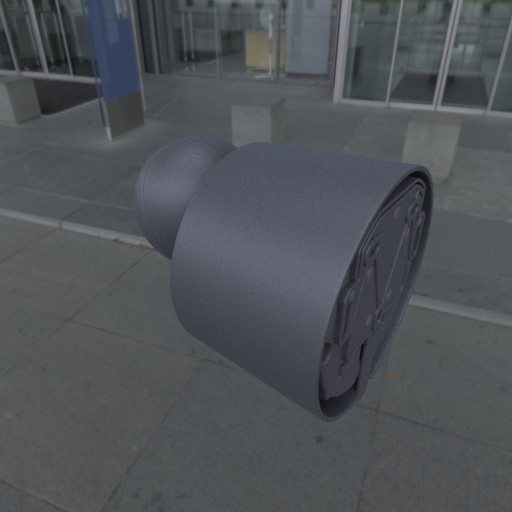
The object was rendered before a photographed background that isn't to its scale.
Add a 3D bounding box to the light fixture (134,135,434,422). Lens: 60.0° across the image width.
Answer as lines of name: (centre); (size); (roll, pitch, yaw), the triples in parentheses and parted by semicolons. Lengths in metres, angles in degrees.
light fixture: (0.000, 0.000, 0.266); (0.160, 0.143, 0.134); (21, 38, 30)
